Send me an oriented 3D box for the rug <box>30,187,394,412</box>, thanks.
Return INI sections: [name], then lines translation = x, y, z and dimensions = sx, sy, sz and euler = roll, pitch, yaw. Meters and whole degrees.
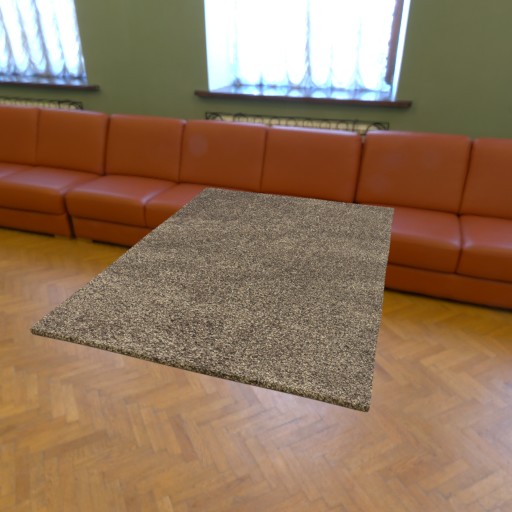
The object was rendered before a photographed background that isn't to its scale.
[rug]
translation = 0.000, 0.000, 2.105
dimensions = 1.198, 0.025, 1.601
euler = 9, 29, 16
